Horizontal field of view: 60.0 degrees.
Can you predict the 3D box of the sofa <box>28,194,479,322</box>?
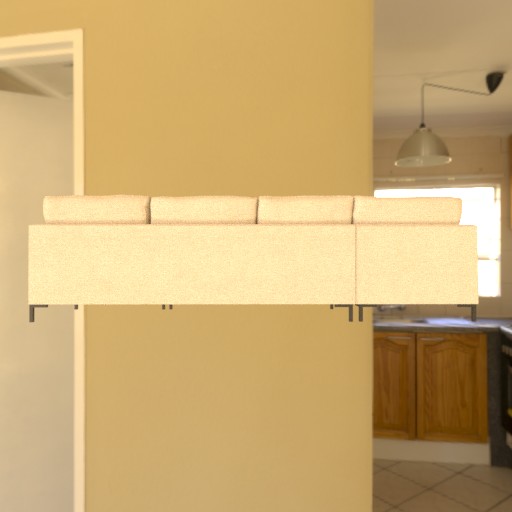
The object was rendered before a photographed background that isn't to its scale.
[{"bbox_3d":[0.000,0.000,4.314,3.384,0.996,2.048,0,0,0],"label":"sofa"}]
